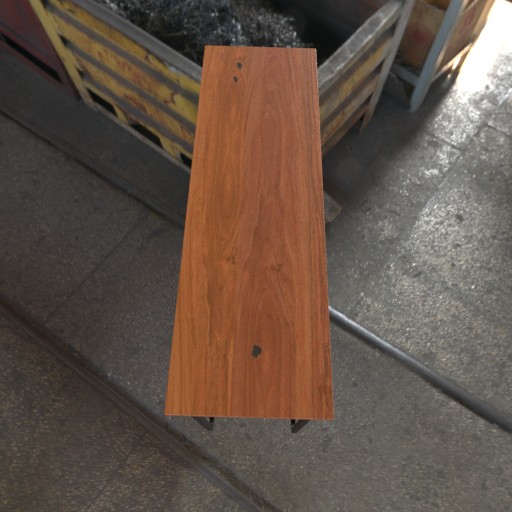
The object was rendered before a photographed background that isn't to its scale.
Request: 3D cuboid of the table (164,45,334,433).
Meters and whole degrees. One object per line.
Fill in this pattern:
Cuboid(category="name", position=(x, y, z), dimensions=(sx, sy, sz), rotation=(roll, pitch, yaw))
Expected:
Cuboid(category="table", position=(0.000, 0.000, 1.489), dimensions=(0.350, 0.750, 1.100), rotation=(1, 64, 1))
